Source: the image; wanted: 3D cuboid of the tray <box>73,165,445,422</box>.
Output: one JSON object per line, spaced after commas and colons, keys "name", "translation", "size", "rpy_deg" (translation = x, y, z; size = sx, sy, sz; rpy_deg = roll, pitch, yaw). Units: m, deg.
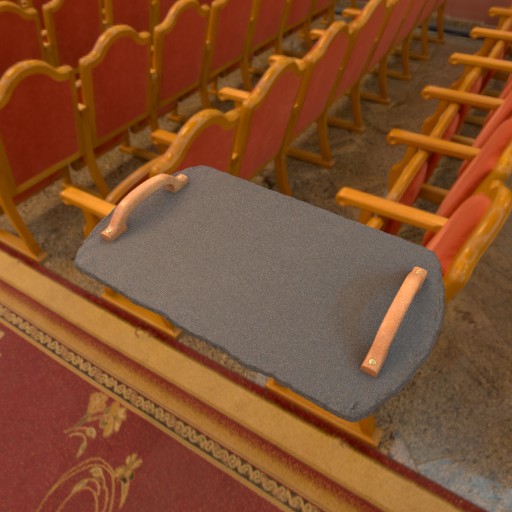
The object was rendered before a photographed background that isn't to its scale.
{"name": "tray", "translation": [0.000, 0.000, 0.471], "size": [0.387, 0.062, 0.231], "rpy_deg": [24, 49, 23]}
